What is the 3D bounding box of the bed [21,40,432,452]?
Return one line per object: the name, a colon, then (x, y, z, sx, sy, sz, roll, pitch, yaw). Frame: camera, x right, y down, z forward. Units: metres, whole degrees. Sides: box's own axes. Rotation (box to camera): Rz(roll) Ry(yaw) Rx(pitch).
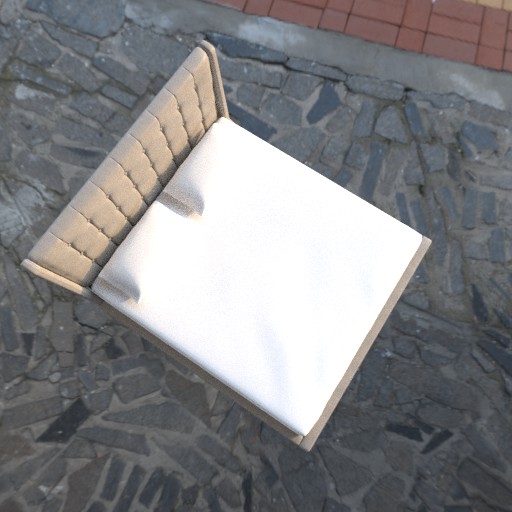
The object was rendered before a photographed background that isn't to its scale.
bed: (0.000, 0.000, 3.514, 2.342, 1.289, 2.062, 33, 78, 8)
